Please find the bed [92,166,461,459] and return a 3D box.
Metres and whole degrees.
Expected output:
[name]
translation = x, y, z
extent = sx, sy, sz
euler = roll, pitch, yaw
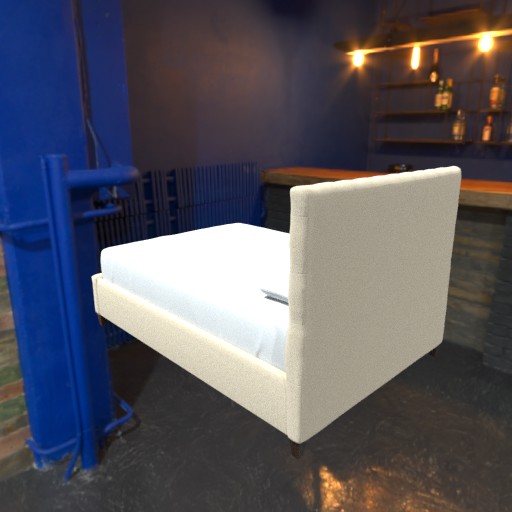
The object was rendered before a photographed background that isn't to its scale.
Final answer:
[bed]
translation = 0.000, 0.000, 3.488
extent = 1.698, 1.427, 2.387
euler = -15, 22, -42
